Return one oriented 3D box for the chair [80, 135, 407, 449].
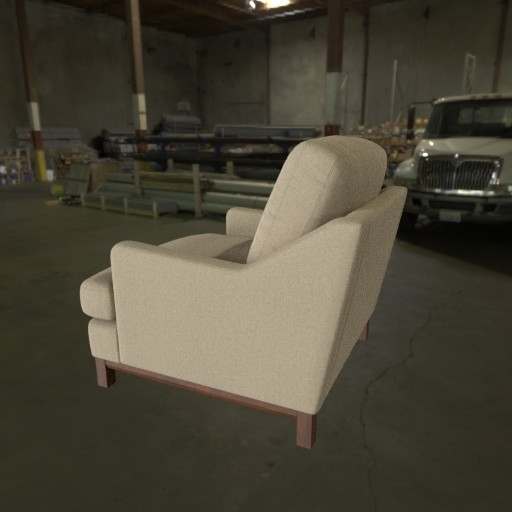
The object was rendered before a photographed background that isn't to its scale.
[{"bbox_3d":[0.000,0.000,1.745,1.001,0.916,0.912,7,17,24],"label":"chair"}]
